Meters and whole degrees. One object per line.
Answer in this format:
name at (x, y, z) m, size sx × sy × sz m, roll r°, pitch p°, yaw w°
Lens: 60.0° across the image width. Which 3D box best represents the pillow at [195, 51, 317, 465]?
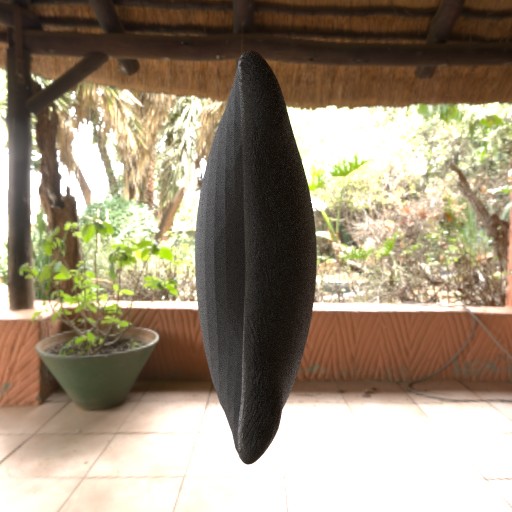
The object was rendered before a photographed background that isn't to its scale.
pillow at (0.000, 0.000, 0.803) m, size 0.210 × 0.523 × 0.533 m, roll 0°, pitch 1°, yaw 0°
